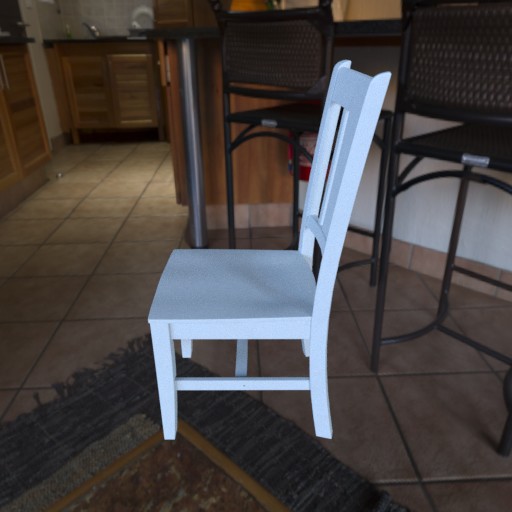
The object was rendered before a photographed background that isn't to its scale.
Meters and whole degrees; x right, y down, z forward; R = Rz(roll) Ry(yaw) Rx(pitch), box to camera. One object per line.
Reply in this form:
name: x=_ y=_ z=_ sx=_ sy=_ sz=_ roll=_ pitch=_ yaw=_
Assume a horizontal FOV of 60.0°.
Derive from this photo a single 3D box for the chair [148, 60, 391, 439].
chair: x=0.000 y=0.000 z=1.258 sx=0.555 sy=0.998 sz=0.450 roll=0 pitch=27 yaw=0
